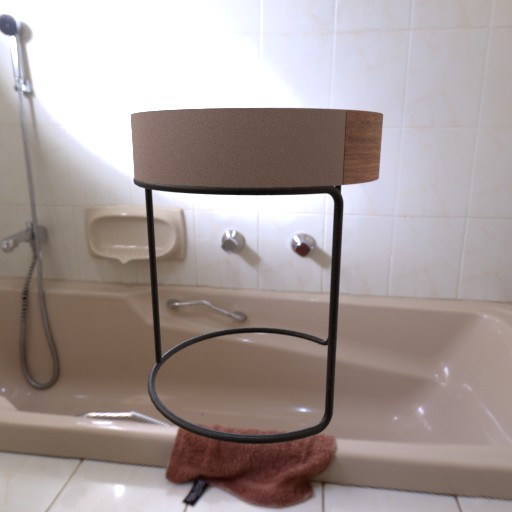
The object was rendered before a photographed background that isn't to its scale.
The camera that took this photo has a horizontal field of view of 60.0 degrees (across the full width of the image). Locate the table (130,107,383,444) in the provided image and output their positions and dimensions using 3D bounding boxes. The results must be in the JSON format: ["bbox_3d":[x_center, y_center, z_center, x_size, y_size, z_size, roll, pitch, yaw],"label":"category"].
[{"bbox_3d":[0.000,0.000,0.879,0.450,0.530,0.450,0,15,0],"label":"table"}]
